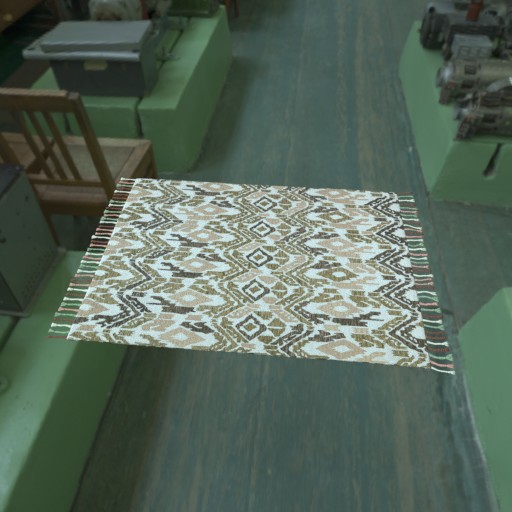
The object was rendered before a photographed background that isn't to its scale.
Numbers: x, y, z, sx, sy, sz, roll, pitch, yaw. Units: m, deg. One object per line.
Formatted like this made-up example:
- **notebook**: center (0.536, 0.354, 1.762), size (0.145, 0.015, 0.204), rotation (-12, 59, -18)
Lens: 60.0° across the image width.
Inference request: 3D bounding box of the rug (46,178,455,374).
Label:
- **rug**: center (0.000, 0.000, 2.349), size (1.829, 0.008, 1.219), rotation (4, 48, 3)
